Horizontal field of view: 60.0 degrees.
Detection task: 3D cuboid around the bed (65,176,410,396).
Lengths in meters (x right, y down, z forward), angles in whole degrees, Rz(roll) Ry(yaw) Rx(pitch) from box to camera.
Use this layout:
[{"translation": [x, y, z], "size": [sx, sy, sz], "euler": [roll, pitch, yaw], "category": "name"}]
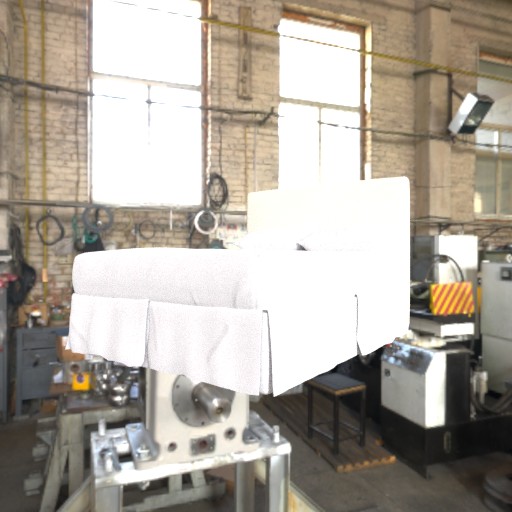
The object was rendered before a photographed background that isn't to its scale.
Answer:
[{"translation": [0.000, 0.000, 3.328], "size": [1.713, 1.330, 2.142], "euler": [0, 0, 36], "category": "bed"}]
